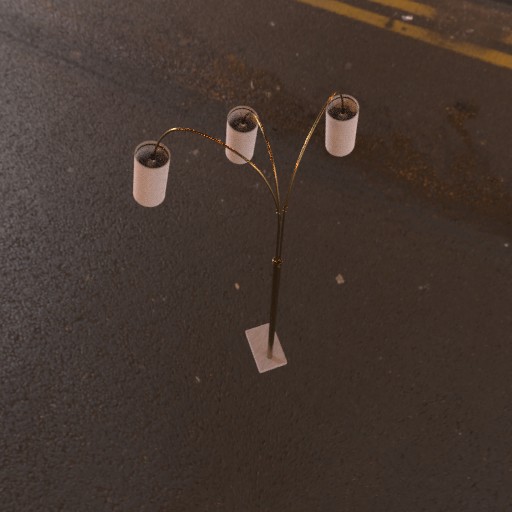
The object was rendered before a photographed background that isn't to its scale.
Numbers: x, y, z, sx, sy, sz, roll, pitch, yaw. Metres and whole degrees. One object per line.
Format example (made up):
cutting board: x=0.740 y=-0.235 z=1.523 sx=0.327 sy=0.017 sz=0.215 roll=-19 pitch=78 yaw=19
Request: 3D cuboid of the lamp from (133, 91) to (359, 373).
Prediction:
lamp: x=0.000 y=0.000 z=2.419 sx=1.020 sy=2.055 sz=0.667 roll=-17 pitch=60 yaw=-10
